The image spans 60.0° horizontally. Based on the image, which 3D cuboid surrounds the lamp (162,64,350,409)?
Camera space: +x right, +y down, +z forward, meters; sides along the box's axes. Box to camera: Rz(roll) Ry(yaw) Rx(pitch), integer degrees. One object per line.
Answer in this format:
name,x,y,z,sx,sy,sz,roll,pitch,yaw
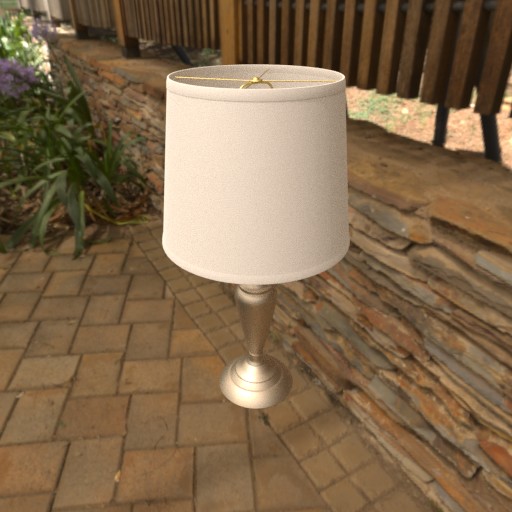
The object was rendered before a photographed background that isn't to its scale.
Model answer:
lamp,0.000,0.000,0.811,0.328,0.619,0.328,0,30,0
